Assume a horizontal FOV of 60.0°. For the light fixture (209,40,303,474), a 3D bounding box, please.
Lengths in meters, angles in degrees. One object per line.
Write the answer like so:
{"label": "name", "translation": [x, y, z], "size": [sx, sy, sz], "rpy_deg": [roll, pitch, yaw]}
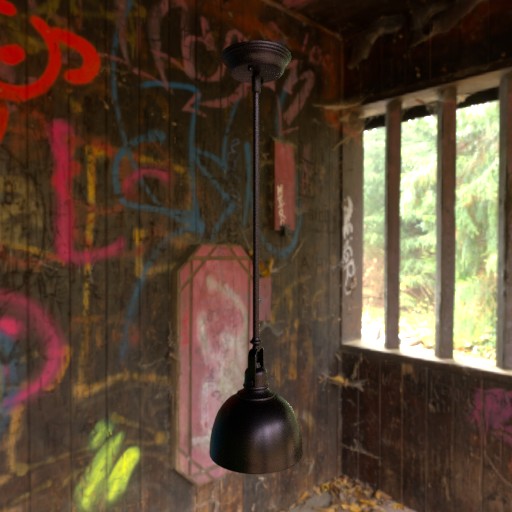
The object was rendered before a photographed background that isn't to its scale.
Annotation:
{"label": "light fixture", "translation": [0.000, 0.000, 0.862], "size": [0.182, 0.768, 0.182], "rpy_deg": [0, 1, 18]}
